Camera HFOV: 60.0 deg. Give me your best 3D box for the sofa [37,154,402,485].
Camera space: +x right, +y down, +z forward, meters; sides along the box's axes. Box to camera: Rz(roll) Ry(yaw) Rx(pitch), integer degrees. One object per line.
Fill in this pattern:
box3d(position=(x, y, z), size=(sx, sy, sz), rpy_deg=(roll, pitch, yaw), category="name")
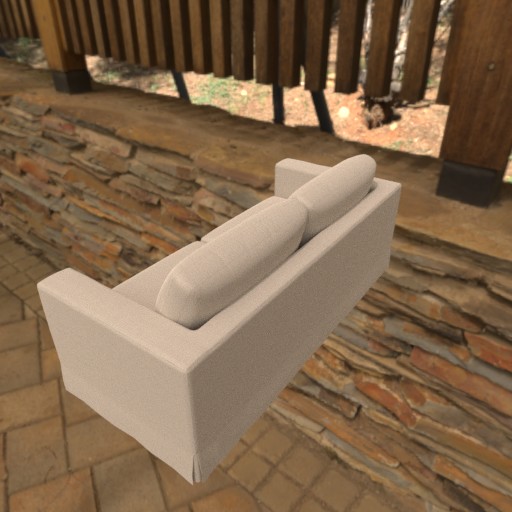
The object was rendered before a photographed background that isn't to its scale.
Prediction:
box3d(position=(0.000, 0.000, 2.616), size=(0.954, 0.881, 2.163), rpy_deg=(20, 37, 30), category="sofa")
